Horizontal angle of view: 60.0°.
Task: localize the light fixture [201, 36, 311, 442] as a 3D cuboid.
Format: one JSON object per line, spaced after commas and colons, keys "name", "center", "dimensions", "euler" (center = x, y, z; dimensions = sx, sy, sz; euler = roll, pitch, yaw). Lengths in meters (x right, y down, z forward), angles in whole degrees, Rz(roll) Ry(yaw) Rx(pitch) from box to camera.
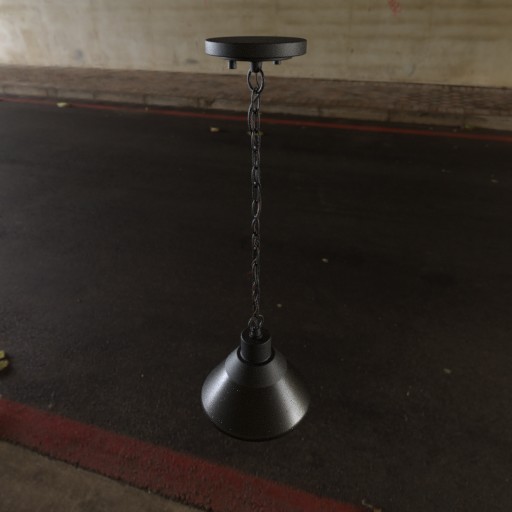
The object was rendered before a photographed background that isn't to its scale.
{"name": "light fixture", "center": [0.000, 0.000, 0.668], "dimensions": [0.201, 0.588, 0.201], "euler": [-22, 36, -33]}
